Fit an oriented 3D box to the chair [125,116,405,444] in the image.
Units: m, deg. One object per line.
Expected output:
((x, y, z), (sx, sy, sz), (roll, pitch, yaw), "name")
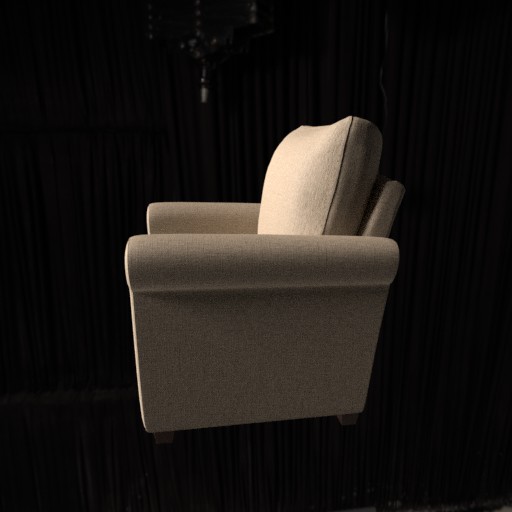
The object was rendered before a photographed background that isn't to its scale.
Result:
((0.000, 0.000, 2.314), (1.180, 1.349, 1.275), (-2, 14, -9), "chair")
